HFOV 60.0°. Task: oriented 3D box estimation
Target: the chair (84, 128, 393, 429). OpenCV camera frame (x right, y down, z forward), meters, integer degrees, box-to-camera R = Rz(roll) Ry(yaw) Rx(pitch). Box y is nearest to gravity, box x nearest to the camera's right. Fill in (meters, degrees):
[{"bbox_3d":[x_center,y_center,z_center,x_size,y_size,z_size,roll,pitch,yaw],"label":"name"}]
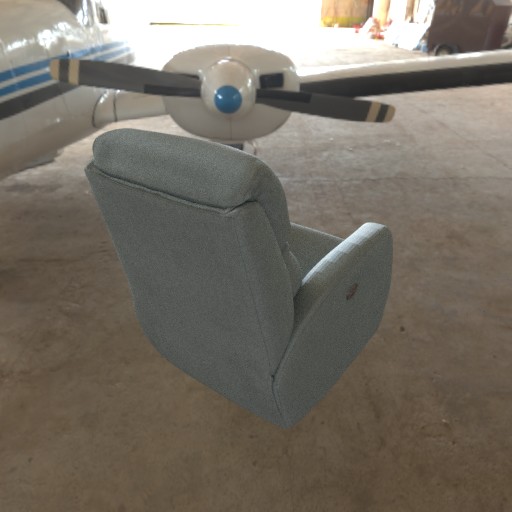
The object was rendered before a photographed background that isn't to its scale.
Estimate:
[{"bbox_3d":[0.000,0.000,1.668,0.794,1.016,0.940,20,35,32],"label":"chair"}]
